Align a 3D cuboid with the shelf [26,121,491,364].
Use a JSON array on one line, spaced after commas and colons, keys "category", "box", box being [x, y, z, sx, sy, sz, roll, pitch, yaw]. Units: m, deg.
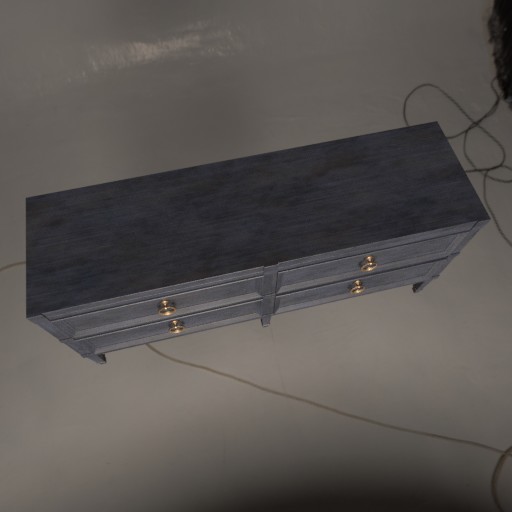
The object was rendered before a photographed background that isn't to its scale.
[{"category": "shelf", "box": [0.000, 0.000, 1.878, 1.575, 0.719, 0.479, -12, 64, -6]}]
